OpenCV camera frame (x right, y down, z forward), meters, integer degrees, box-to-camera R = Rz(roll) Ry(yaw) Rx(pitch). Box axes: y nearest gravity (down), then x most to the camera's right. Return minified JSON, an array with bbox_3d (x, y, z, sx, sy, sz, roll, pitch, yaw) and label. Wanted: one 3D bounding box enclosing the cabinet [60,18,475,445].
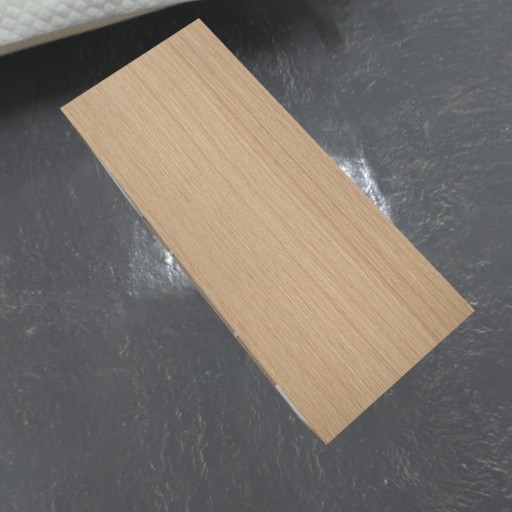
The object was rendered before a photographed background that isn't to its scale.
[{"bbox_3d":[0.000,0.000,1.585,0.470,1.016,1.057,-38,78,-10],"label":"cabinet"}]
